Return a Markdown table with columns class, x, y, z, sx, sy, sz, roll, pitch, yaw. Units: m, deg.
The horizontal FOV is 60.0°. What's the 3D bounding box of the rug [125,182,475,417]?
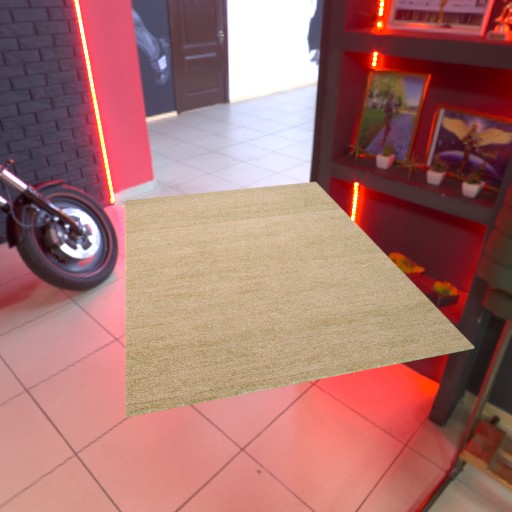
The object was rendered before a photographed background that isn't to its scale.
| class | x | y | z | sx | sy | sz | roll | pitch | yaw |
| --- | --- | --- | --- | --- | --- | --- | --- | --- | --- |
| rug | 0.000 | 0.000 | 4.238 | 2.425 | 0.016 | 3.198 | -8 | 32 | -12 |
